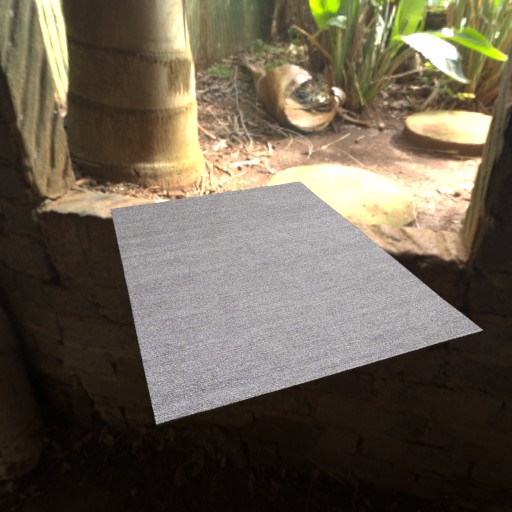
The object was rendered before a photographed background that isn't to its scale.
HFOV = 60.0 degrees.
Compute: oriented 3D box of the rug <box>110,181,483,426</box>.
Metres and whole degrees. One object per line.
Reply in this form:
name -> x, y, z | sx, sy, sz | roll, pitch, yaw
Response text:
rug -> 0.000, 0.000, 4.219 | 2.434, 0.045, 3.202 | -11, 33, -17
